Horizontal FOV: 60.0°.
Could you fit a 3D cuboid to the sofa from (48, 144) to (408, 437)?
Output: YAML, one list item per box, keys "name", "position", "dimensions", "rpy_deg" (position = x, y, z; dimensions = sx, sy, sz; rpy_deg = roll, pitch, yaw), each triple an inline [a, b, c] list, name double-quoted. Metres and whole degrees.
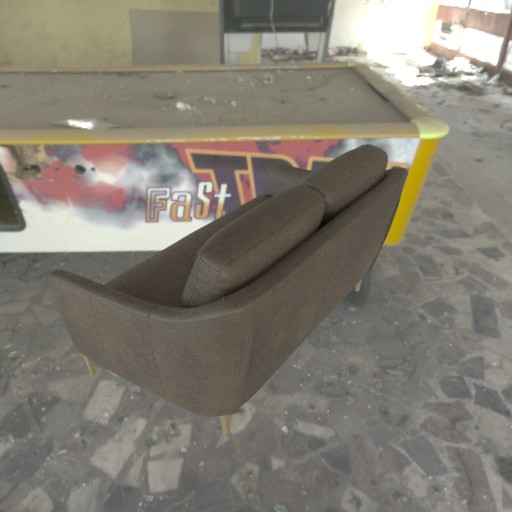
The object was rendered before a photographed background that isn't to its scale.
- name: "sofa"
  position: [0.000, 0.000, 2.188]
  dimensions: [0.960, 0.902, 1.619]
  rpy_deg: [21, 38, 30]
